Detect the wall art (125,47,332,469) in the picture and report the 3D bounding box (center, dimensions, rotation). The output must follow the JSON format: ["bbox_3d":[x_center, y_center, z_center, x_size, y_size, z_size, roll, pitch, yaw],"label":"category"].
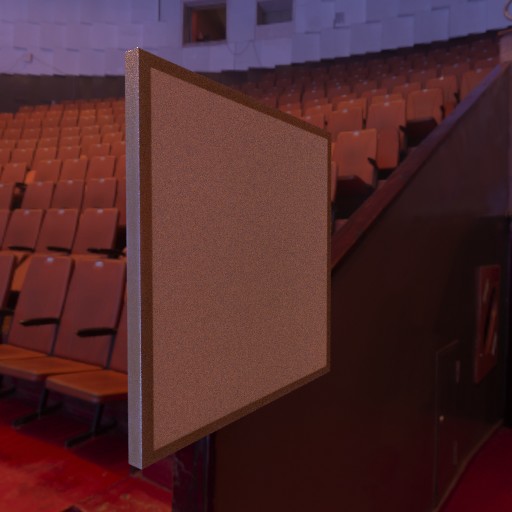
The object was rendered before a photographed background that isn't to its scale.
[{"bbox_3d":[0.000,0.000,1.116,0.037,0.760,0.762,1,2,36],"label":"wall art"}]
